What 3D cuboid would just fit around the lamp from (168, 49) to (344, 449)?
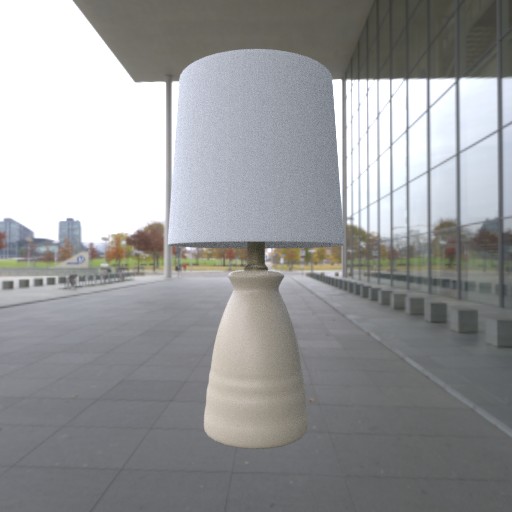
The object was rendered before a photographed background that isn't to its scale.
[{"bbox_3d":[0.000,0.000,0.477,0.186,0.369,0.186,0,-1,0],"label":"lamp"}]
